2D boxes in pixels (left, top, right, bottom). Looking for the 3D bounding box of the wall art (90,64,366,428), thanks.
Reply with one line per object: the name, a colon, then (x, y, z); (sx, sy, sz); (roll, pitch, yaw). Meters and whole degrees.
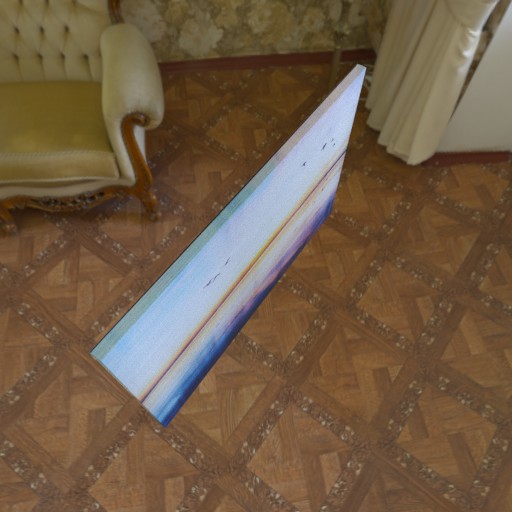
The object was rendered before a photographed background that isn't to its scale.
wall art: (0.000, 0.000, 1.465); (0.034, 0.756, 1.137); (31, 64, 17)
